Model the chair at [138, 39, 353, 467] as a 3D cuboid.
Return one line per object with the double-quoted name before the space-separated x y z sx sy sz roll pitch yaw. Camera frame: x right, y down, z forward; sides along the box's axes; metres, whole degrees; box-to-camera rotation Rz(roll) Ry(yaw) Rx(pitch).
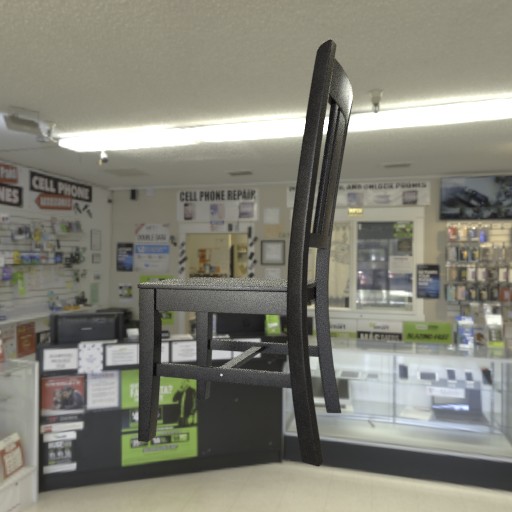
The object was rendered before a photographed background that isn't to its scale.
"chair" 0.000 0.000 1.307 0.555 0.998 0.450 0 0 18
